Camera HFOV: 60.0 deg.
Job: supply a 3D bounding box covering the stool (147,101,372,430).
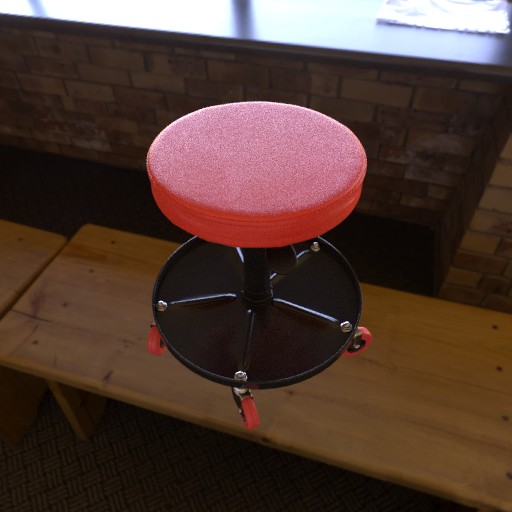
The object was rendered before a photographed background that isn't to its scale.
[{"bbox_3d":[0.000,0.000,0.674,0.381,0.365,0.382,-10,46,-10],"label":"stool"}]
